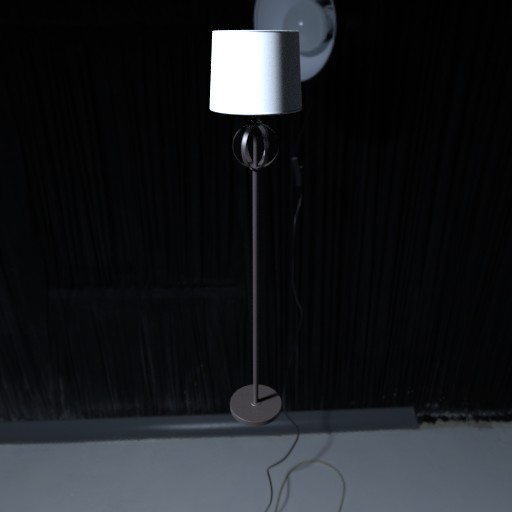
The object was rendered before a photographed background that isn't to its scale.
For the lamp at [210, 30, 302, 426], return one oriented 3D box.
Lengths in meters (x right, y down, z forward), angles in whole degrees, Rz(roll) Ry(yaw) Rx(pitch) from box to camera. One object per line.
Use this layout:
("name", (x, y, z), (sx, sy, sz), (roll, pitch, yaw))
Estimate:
("lamp", (0.000, 0.000, 1.617), (0.286, 1.462, 0.286), (0, 26, 0))
